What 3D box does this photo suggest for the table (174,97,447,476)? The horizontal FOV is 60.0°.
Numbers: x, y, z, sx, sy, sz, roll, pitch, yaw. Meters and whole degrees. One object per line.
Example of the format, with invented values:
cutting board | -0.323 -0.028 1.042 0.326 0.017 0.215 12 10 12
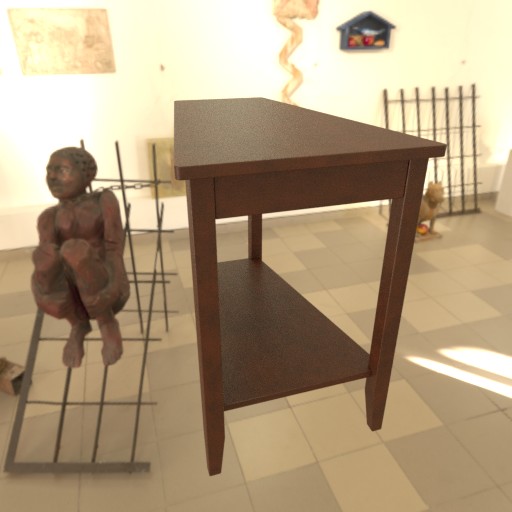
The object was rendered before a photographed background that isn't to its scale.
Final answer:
table | 0.000 0.000 0.980 0.399 0.589 0.605 -8 28 -16
